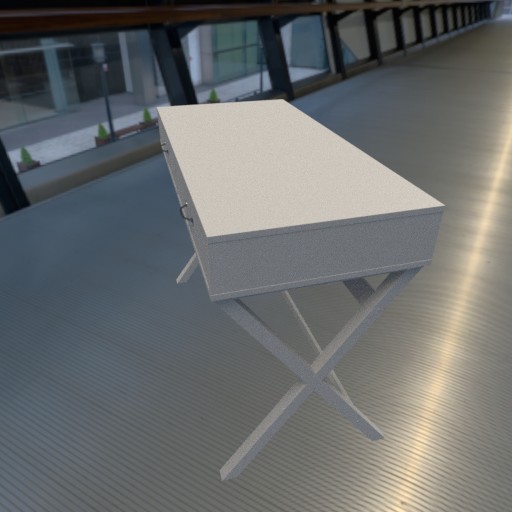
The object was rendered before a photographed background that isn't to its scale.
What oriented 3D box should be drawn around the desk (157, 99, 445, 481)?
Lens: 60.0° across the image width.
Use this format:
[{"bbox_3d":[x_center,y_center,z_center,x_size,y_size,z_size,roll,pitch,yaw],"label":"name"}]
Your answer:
[{"bbox_3d":[0.000,0.000,1.503,0.525,0.780,1.057,-8,32,-13],"label":"desk"}]
